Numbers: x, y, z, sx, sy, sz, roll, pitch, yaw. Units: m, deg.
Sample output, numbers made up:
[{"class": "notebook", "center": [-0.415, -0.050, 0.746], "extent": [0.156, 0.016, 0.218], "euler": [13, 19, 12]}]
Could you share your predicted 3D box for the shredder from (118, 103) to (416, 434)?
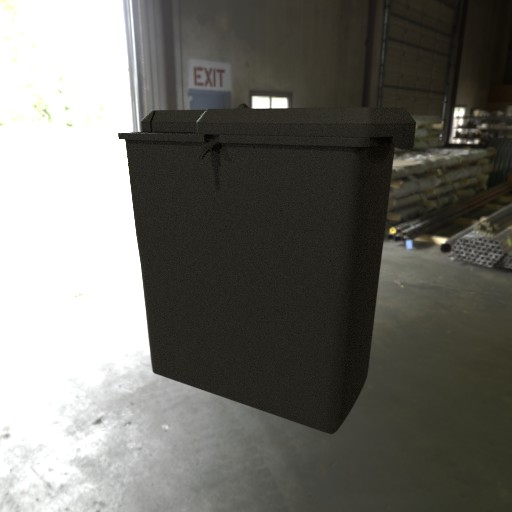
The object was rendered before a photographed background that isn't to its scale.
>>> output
[{"class": "shredder", "center": [0.000, 0.000, 0.517], "extent": [0.320, 0.335, 0.170], "euler": [9, 20, 27]}]
